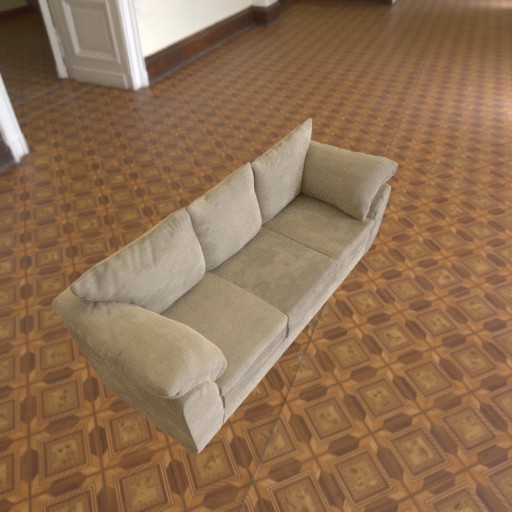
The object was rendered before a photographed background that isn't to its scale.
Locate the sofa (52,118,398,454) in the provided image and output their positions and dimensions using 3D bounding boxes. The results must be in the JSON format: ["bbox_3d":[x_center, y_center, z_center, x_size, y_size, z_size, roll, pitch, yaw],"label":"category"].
[{"bbox_3d":[0.000,0.000,2.844,0.893,0.981,2.377,25,46,27],"label":"sofa"}]
